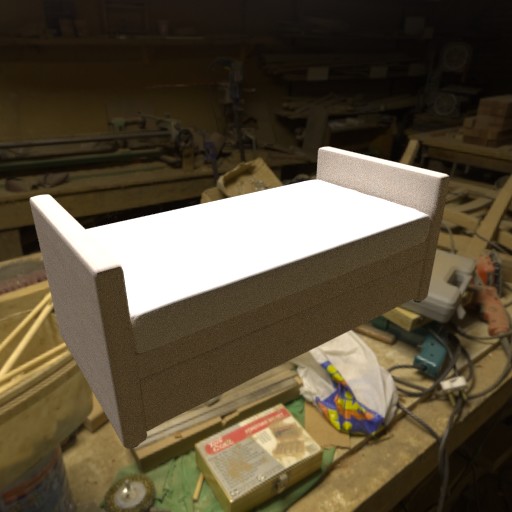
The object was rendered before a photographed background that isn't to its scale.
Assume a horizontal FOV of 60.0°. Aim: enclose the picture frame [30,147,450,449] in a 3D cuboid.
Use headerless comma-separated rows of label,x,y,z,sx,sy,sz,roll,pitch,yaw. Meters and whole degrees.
picture frame,0.000,0.000,2.681,2.161,0.891,1.069,-17,30,-32
